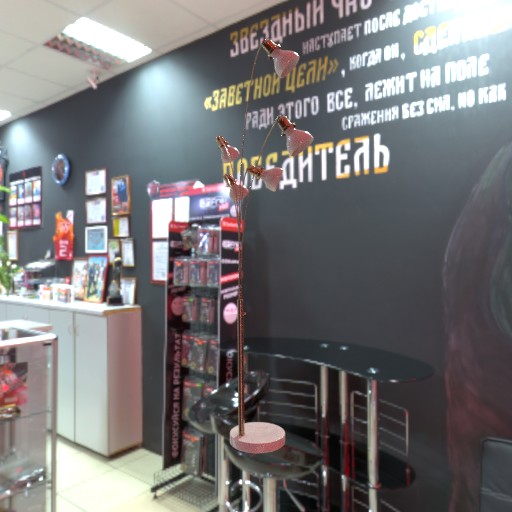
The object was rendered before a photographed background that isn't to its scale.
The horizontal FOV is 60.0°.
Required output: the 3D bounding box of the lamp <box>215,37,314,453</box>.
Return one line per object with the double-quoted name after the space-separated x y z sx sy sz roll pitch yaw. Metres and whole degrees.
0.000 0.000 2.935 0.361 2.423 1.405 0 0 -19 "lamp"
